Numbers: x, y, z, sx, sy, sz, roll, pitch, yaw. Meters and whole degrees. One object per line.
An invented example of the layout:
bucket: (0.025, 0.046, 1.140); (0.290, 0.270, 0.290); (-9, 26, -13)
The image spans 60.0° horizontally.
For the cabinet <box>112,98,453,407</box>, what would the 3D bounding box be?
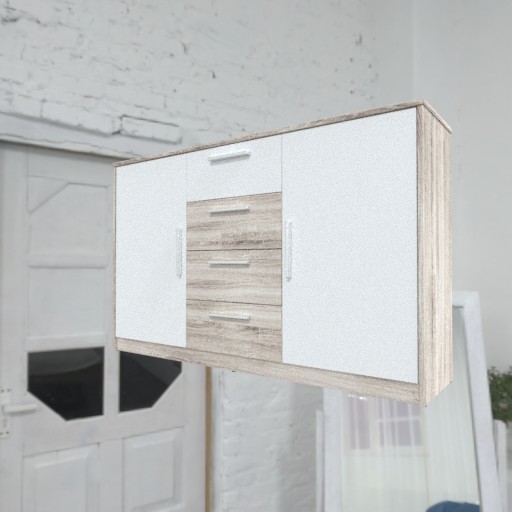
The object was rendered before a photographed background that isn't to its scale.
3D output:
cabinet: (0.000, 0.000, 1.845); (1.450, 0.900, 0.380); (-1, -1, 36)
